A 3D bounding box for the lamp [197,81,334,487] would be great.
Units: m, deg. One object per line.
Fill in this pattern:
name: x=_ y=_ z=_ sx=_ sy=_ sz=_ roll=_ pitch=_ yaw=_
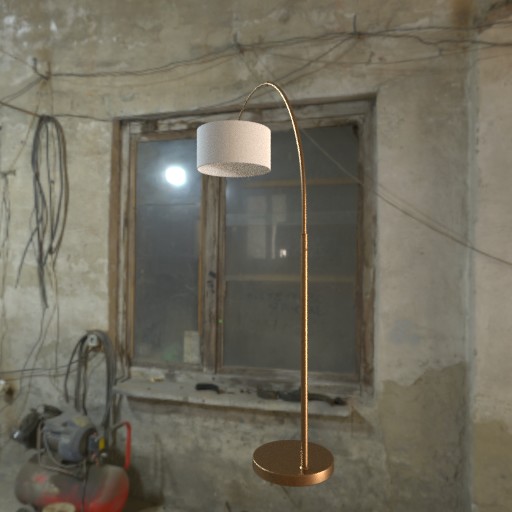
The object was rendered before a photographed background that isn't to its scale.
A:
lamp: x=0.000 y=0.000 z=2.533 sx=0.493 sy=1.927 sz=1.434 roll=0 pitch=-1 yaw=-18
